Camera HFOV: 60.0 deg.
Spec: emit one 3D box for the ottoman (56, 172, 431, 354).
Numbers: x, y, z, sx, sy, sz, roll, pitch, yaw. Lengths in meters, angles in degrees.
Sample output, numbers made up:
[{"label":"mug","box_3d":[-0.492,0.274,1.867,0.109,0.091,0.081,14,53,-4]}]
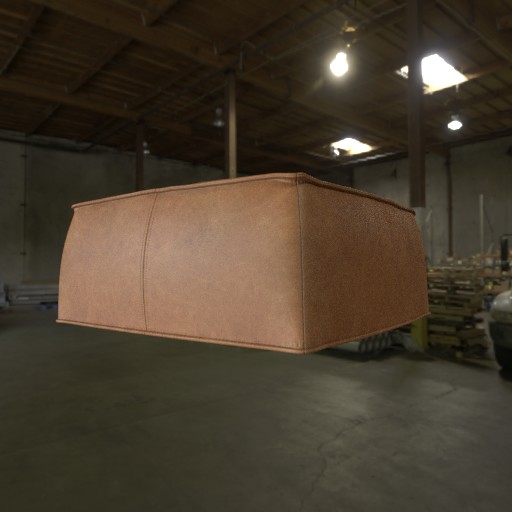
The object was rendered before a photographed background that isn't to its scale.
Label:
[{"label":"ottoman","box_3d":[0.000,0.000,1.413,0.901,0.395,0.902,-1,-2,36]}]
